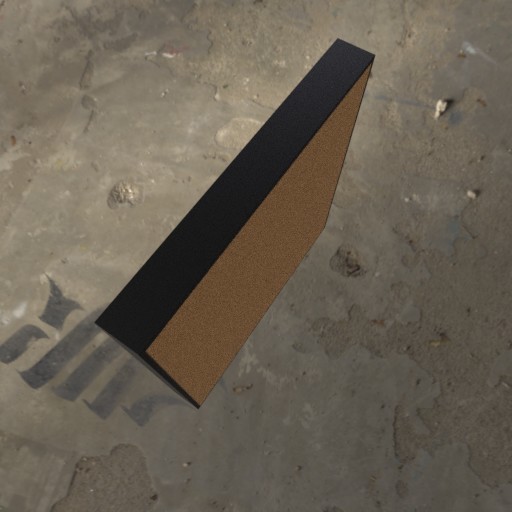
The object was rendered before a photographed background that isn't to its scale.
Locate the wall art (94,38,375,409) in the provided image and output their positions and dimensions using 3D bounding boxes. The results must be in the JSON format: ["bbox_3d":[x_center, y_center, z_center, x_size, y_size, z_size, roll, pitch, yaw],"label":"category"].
[{"bbox_3d":[0.000,0.000,0.460,0.037,0.303,0.304,32,69,14],"label":"wall art"}]
